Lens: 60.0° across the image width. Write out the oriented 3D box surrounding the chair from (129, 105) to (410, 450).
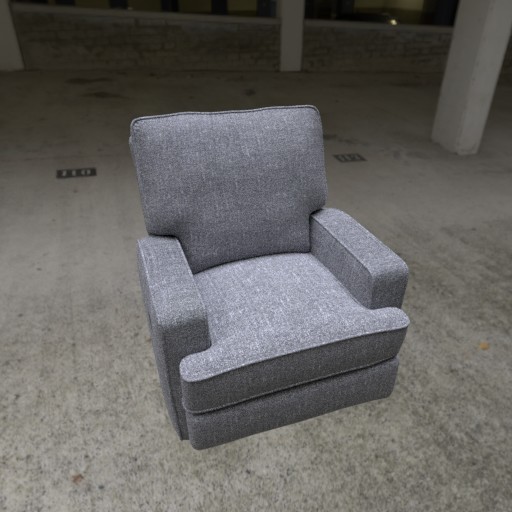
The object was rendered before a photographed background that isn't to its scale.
[{"bbox_3d":[0.000,0.000,1.677,0.861,0.962,0.964,-11,34,-16],"label":"chair"}]
